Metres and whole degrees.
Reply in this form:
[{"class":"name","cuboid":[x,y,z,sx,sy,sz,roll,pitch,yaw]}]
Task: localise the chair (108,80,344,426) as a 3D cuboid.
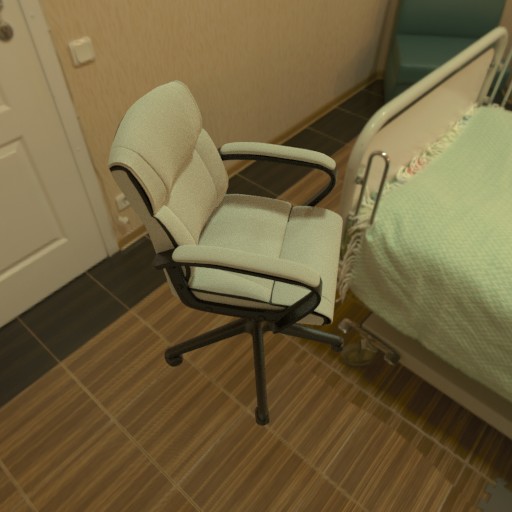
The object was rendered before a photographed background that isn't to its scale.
[{"class":"chair","cuboid":[0.000,0.000,1.492,0.717,1.004,0.739,9,47,8]}]
